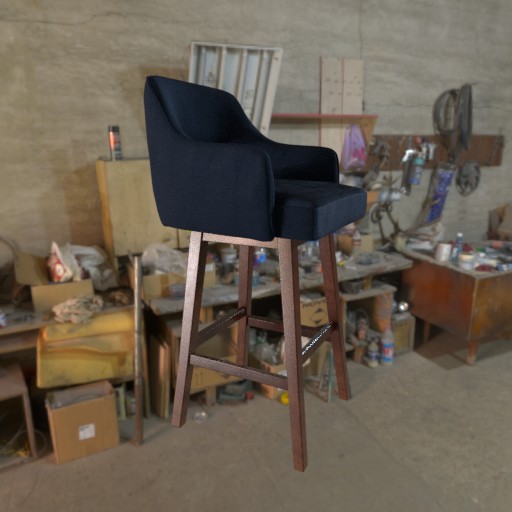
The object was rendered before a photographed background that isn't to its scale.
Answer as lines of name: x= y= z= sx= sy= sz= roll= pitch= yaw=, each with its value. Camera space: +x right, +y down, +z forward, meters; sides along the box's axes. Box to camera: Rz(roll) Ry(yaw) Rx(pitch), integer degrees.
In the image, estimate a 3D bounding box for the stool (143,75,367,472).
stool: x=0.000 y=0.000 z=1.354 sx=0.560 sy=1.041 sz=0.550 roll=7 pitch=15 yaw=27
